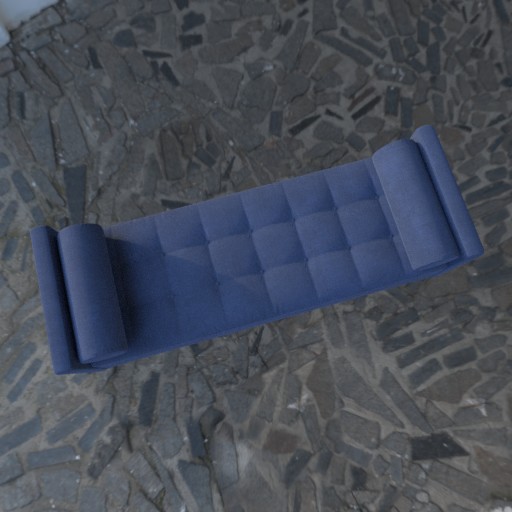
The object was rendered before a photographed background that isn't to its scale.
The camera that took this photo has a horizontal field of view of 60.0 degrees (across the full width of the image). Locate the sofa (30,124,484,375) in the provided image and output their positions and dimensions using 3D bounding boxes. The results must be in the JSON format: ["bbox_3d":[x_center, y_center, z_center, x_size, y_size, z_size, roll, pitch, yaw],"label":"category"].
[{"bbox_3d":[0.000,0.000,2.311,1.981,0.635,0.686,-15,77,-4],"label":"sofa"}]
